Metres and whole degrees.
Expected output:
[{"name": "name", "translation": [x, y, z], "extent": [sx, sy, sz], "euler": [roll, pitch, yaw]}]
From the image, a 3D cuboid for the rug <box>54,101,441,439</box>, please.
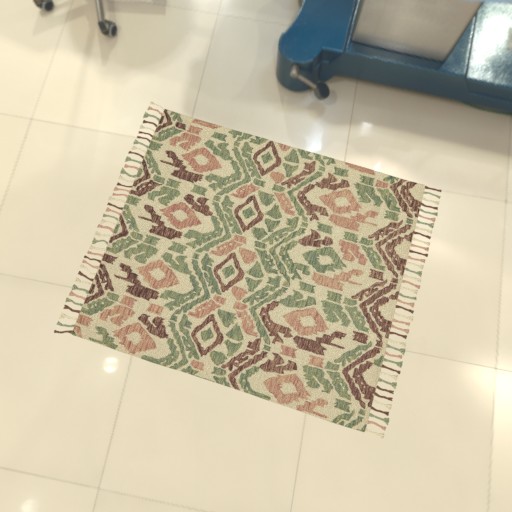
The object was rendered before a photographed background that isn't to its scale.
[{"name": "rug", "translation": [0.000, 0.000, 4.124], "extent": [3.048, 0.010, 2.438], "euler": [17, 77, 4]}]
